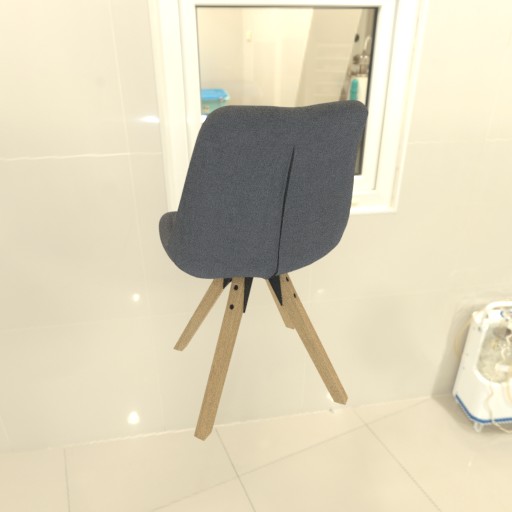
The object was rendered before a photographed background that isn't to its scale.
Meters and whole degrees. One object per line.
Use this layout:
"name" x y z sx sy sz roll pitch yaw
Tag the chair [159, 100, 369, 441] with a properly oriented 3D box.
"chair" 0.000 0.000 1.191 0.485 0.850 0.550 -8 28 -16
